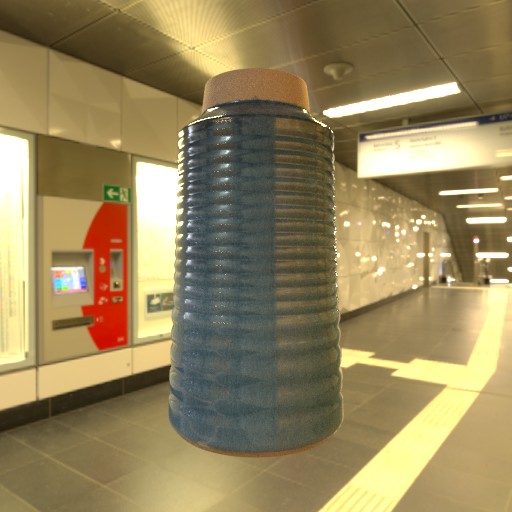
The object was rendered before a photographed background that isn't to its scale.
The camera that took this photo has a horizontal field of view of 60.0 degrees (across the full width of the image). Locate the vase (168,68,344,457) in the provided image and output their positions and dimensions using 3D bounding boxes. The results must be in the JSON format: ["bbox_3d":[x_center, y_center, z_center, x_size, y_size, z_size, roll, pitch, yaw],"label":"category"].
[{"bbox_3d":[0.000,0.000,0.419,0.163,0.316,0.163,0,0,0],"label":"vase"}]
